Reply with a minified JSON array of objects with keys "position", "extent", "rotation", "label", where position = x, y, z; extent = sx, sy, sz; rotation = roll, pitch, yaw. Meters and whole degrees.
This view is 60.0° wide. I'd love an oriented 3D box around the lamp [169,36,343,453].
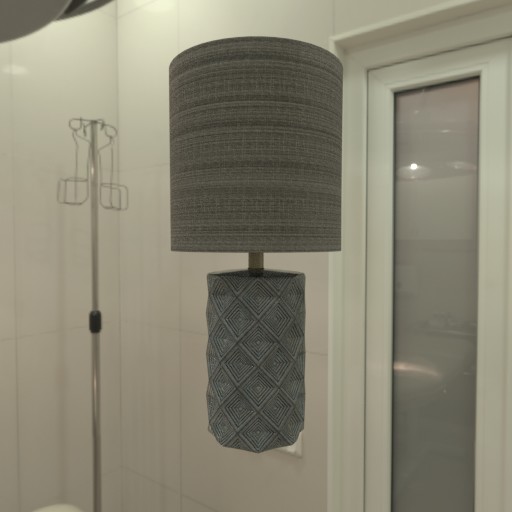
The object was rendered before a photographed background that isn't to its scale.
[{"position":[0.000,0.000,0.705],"extent":[0.269,0.566,0.268],"rotation":[1,2,36],"label":"lamp"}]
